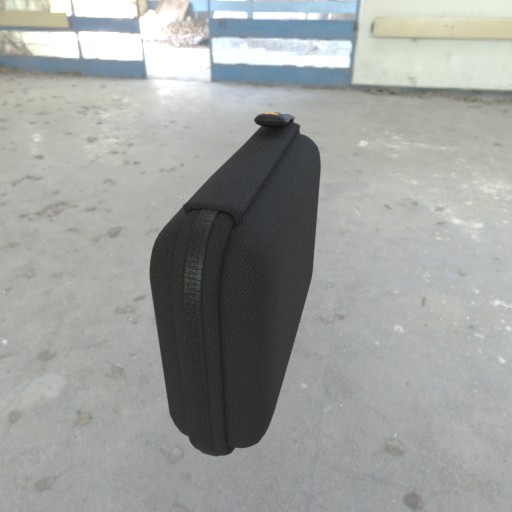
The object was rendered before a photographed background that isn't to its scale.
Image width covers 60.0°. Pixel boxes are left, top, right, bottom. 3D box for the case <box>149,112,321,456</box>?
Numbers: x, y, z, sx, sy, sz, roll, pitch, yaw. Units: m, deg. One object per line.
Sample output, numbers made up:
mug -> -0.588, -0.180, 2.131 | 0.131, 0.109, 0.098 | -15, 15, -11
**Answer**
case -> 0.000, 0.000, 0.182 | 0.038, 0.105, 0.132 | 8, 32, 13
